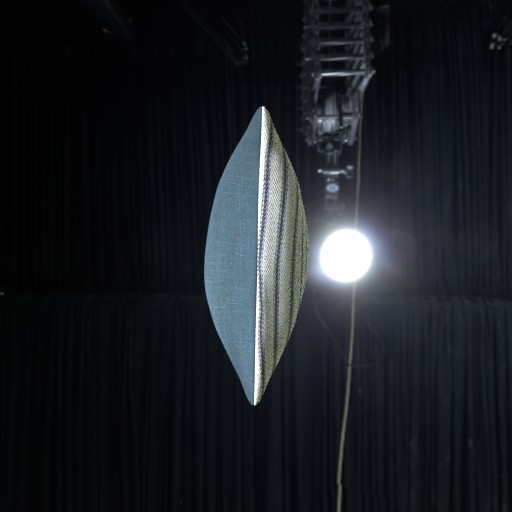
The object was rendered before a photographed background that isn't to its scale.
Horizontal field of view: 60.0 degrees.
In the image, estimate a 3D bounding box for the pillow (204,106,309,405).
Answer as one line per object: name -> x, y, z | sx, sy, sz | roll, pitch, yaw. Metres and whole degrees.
pillow -> 0.000, 0.000, 0.736 | 0.151, 0.305, 0.609 | 0, -1, -1
